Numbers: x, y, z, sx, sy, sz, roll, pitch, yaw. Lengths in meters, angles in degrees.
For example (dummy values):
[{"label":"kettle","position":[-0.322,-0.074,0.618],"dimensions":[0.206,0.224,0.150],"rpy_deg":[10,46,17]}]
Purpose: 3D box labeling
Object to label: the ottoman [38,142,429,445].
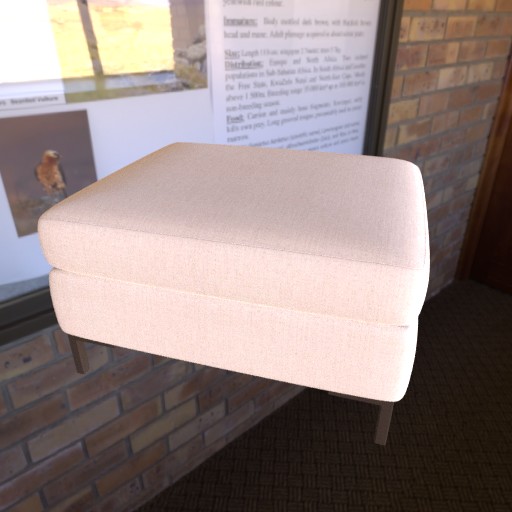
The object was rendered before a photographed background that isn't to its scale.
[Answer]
[{"label":"ottoman","position":[0.000,0.000,1.154],"dimensions":[0.794,0.453,0.657],"rpy_deg":[8,29,15]}]
